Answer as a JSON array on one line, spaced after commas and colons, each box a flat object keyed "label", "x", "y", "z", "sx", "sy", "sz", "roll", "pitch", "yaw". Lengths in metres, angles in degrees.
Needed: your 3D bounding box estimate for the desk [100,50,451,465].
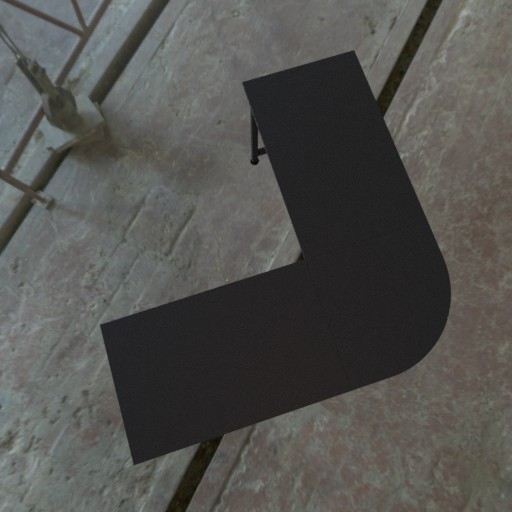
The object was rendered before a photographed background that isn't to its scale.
[{"label": "desk", "x": 0.000, "y": 0.000, "z": 2.204, "sx": 1.400, "sy": 0.762, "sz": 1.400, "roll": -17, "pitch": 78, "yaw": -4}]
